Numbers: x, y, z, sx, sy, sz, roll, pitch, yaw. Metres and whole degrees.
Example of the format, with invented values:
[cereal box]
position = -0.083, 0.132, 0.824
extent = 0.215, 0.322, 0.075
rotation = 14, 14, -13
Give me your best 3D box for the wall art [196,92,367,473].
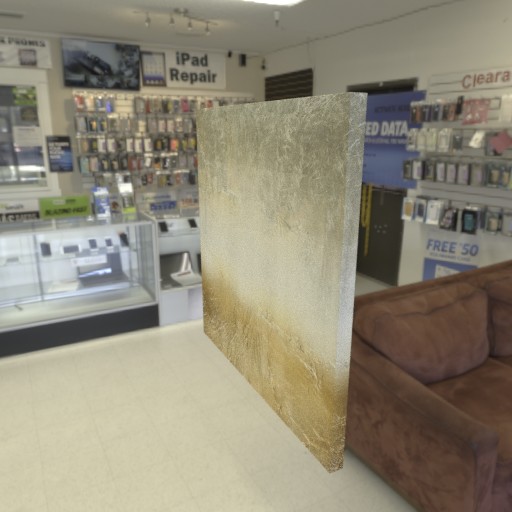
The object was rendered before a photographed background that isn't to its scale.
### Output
[wall art]
position = 0.000, 0.000, 1.676
extent = 0.051, 1.091, 1.092
rotation = -8, 18, -26
